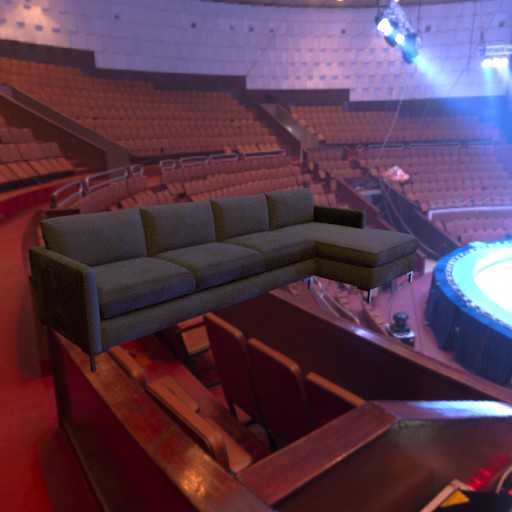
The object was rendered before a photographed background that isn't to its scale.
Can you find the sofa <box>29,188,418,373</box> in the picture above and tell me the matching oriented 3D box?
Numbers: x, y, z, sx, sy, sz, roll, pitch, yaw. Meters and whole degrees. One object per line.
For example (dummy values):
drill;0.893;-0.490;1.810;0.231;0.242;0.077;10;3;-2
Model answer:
sofa;0.000;0.000;3.225;1.255;0.756;2.725;14;20;42
